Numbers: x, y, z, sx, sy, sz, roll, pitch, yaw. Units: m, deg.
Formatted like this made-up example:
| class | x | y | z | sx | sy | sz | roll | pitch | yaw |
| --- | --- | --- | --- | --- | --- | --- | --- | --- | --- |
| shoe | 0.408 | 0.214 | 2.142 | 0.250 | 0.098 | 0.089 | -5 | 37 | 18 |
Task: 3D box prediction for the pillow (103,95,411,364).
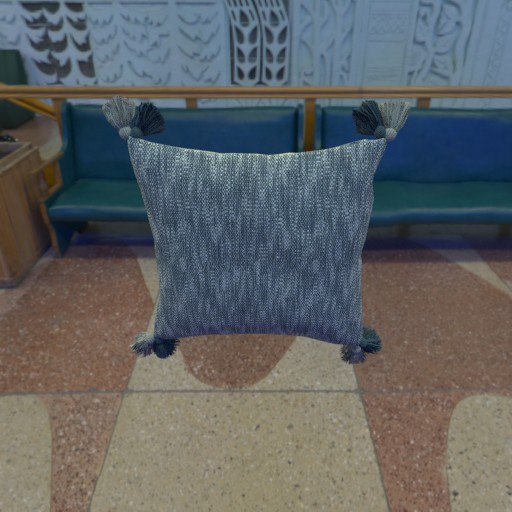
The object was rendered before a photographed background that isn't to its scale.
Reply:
| class | x | y | z | sx | sy | sz | roll | pitch | yaw |
| --- | --- | --- | --- | --- | --- | --- | --- | --- | --- |
| pillow | 0.000 | 0.000 | 0.922 | 0.614 | 0.634 | 0.138 | 1 | 30 | 1 |
